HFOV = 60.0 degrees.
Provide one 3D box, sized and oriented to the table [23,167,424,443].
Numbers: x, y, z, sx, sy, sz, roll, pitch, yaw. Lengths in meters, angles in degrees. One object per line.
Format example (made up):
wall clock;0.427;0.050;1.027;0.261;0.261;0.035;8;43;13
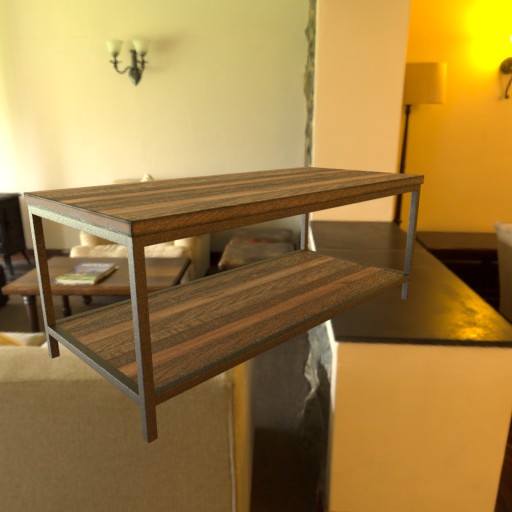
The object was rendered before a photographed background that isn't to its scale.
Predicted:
table;0.000;0.000;1.209;0.452;0.399;0.990;15;22;43
